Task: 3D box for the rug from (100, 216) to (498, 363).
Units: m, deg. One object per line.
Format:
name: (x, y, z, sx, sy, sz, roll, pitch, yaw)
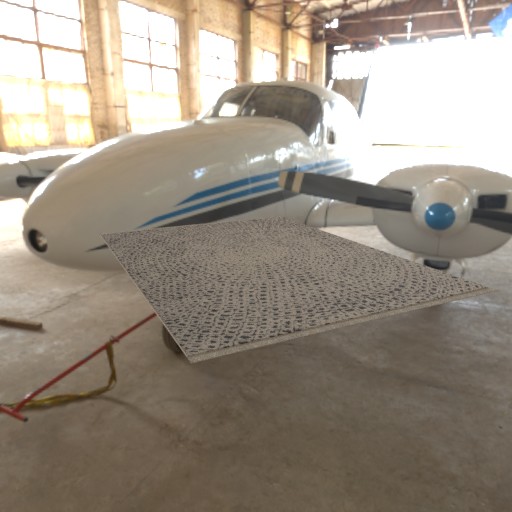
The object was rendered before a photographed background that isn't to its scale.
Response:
rug: (0.000, 0.000, 2.092, 1.190, 0.003, 1.634, -8, 18, -26)
